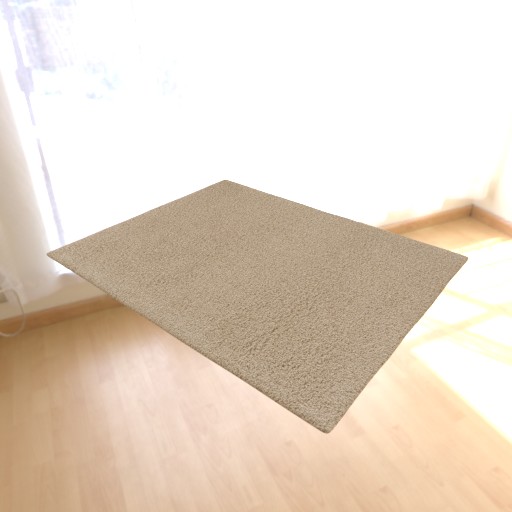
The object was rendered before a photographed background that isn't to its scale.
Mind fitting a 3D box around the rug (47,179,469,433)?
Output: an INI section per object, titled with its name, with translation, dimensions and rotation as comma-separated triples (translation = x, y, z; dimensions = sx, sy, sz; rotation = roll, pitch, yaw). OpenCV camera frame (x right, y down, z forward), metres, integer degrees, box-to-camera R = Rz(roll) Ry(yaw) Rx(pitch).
[rug]
translation = 0.000, 0.000, 4.073
dimensions = 3.047, 0.029, 2.438
rotation = 23, 38, 33
